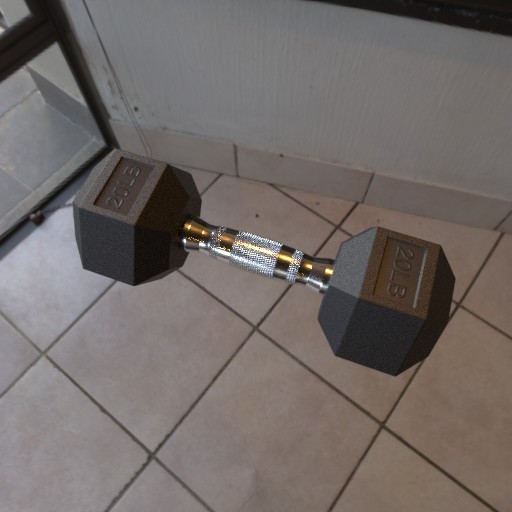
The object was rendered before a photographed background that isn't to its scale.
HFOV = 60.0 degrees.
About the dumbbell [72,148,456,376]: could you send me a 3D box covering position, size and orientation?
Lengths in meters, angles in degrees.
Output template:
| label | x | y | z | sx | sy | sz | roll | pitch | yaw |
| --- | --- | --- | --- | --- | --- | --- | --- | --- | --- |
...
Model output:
| label | x | y | z | sx | sy | sz | roll | pitch | yaw |
| --- | --- | --- | --- | --- | --- | --- | --- | --- | --- |
| dumbbell | 0.000 | 0.000 | 0.334 | 0.272 | 0.092 | 0.106 | 18 | 66 | 8 |
